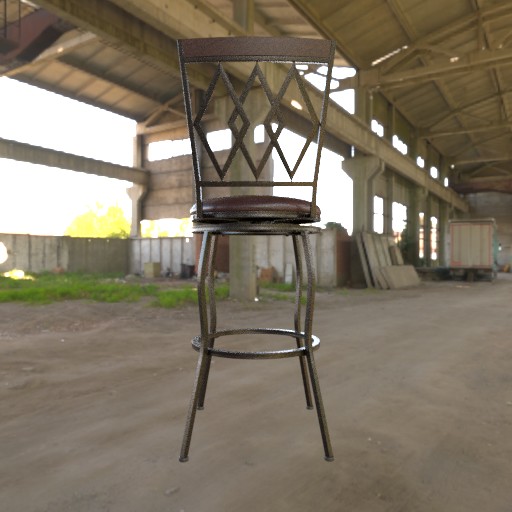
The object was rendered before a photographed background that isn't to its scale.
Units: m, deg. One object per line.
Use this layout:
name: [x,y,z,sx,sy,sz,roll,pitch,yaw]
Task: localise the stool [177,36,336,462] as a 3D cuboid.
stool: [0.000,0.000,1.388,0.432,1.134,0.521,0,0,-1]
